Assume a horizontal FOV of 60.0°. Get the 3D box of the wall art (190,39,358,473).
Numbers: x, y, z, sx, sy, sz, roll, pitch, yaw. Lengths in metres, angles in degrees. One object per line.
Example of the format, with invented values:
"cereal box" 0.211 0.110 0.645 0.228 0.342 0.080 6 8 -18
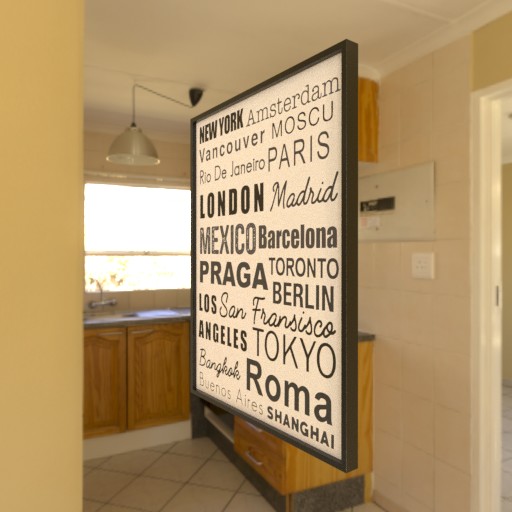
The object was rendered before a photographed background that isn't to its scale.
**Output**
"wall art" 0.000 0.000 1.395 0.043 1.046 0.788 0 0 -37
